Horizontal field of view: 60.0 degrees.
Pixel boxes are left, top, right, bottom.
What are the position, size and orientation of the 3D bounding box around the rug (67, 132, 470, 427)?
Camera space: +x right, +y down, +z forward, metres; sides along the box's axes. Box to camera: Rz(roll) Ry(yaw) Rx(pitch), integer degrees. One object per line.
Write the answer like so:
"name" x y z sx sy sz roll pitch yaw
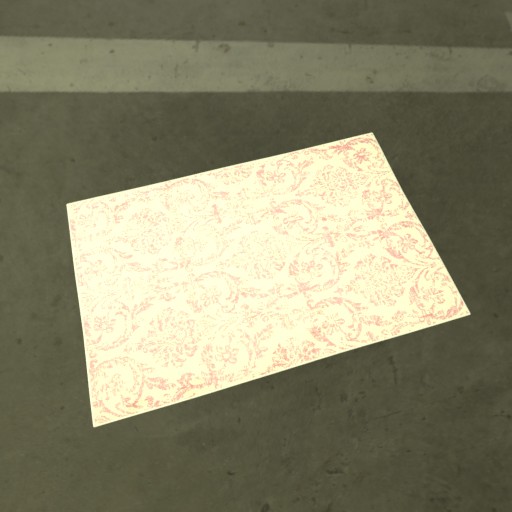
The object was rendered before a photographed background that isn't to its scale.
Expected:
"rug" 0.000 0.000 3.462 2.746 0.018 1.819 -15 64 -7
